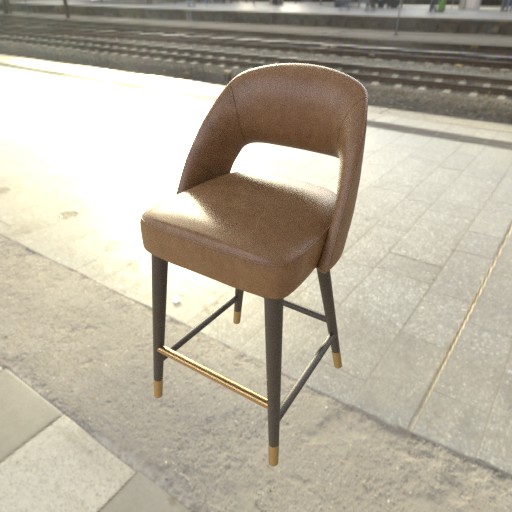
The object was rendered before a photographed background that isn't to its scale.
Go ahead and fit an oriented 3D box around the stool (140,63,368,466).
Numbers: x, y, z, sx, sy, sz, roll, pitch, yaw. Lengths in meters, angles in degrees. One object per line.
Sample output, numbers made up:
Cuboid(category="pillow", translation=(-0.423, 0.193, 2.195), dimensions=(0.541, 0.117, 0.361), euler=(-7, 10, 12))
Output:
Cuboid(category="stool", translation=(0.000, 0.000, 1.241), dimensions=(0.494, 0.940, 0.509), euler=(19, 36, 28))
